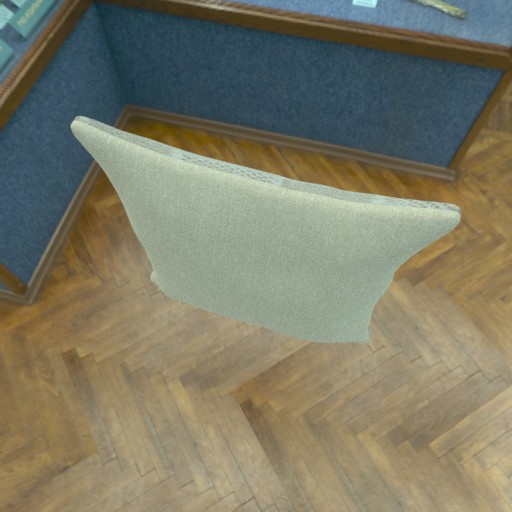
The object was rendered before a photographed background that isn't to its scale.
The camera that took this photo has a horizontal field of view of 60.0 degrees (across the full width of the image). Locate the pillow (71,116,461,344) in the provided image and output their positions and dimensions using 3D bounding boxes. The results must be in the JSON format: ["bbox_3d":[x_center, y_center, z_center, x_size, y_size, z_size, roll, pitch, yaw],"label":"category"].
[{"bbox_3d":[0.000,0.000,0.662,0.436,0.432,0.138,15,63,8],"label":"pillow"}]
